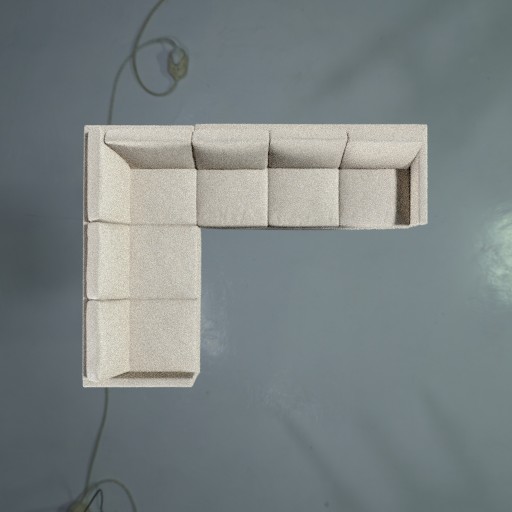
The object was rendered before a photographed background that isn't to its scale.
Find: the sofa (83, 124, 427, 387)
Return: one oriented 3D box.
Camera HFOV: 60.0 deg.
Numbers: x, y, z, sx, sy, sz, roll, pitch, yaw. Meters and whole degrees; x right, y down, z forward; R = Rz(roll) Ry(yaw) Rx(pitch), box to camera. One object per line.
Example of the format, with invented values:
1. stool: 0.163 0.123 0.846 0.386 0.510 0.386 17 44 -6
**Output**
1. sofa: 0.000 0.000 4.314 3.182 0.863 2.432 0 90 0
